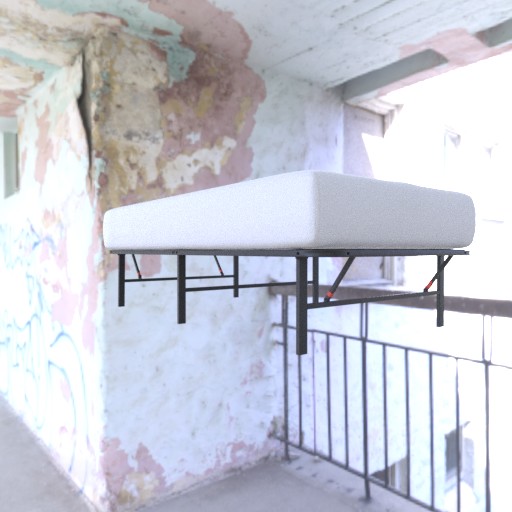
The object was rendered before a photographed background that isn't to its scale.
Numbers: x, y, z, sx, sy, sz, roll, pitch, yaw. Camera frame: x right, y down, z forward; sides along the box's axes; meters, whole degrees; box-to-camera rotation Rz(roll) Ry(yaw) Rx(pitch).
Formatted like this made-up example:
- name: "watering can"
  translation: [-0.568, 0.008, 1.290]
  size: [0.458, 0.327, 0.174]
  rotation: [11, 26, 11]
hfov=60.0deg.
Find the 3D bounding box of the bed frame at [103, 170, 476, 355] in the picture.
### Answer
- name: "bed frame"
  translation: [0.000, 0.000, 2.393]
  size: [1.025, 0.640, 1.908]
  rotation: [-1, 1, -38]
